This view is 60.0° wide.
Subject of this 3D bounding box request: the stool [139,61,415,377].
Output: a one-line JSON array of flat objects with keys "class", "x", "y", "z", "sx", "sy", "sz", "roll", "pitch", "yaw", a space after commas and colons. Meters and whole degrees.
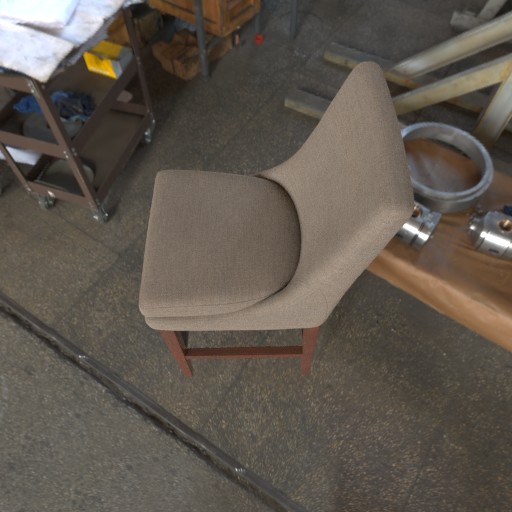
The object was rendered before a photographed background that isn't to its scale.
[{"class": "stool", "x": 0.000, "y": 0.000, "z": 1.273, "sx": 0.577, "sy": 0.981, "sz": 0.470, "roll": 0, "pitch": 59, "yaw": 0}]
